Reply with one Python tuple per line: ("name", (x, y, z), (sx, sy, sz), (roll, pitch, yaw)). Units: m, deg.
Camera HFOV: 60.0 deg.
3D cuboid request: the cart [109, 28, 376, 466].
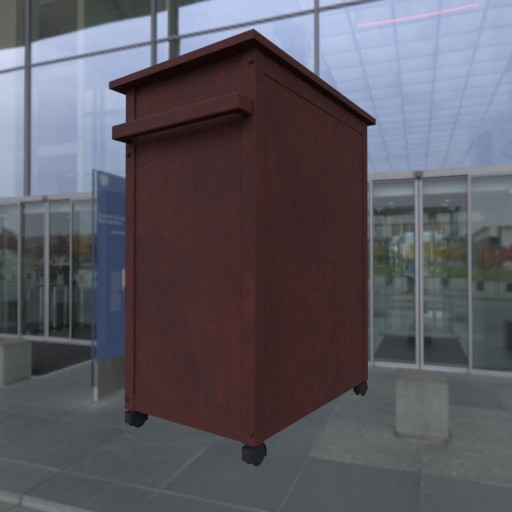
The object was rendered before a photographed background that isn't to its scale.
("cart", (0.000, 0.000, 1.236), (0.442, 0.864, 0.683), (0, -1, 35))
